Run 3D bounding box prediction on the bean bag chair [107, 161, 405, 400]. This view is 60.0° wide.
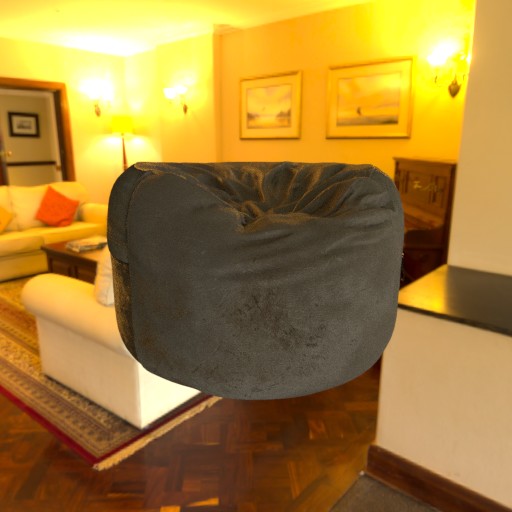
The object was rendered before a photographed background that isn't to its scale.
[{"bbox_3d":[0.000,0.000,1.456,0.918,0.605,0.918,0,14,0],"label":"bean bag chair"}]
